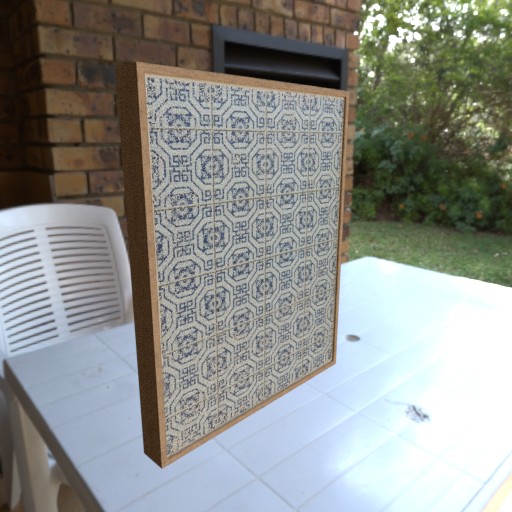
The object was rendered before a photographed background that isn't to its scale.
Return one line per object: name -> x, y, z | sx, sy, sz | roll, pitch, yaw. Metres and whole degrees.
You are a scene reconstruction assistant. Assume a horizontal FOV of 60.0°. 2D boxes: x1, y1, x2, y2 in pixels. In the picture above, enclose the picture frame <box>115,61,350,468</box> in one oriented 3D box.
picture frame -> 0.000, 0.000, 0.712 | 0.046, 0.526, 0.421 | 14, 20, 43
